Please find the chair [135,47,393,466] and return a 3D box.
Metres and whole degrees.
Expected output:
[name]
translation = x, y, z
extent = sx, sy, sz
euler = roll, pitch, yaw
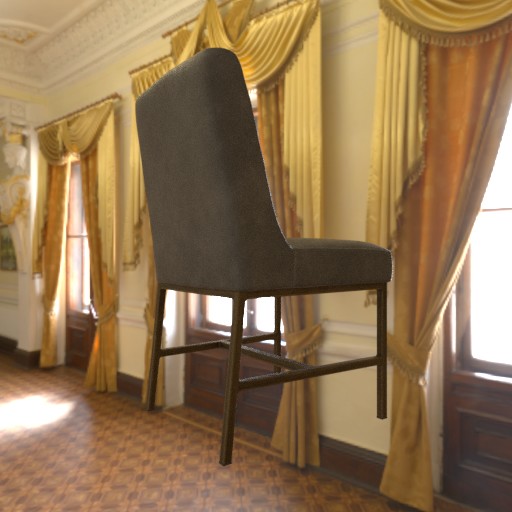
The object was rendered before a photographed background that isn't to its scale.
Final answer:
[chair]
translation = 0.000, 0.000, 1.251
extent = 0.587, 0.889, 0.508
euler = 0, 0, -36
